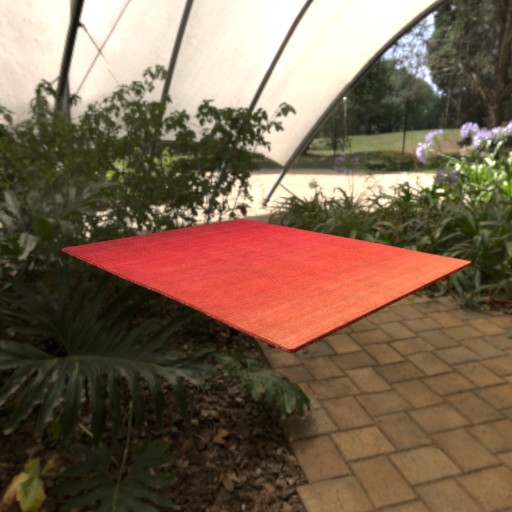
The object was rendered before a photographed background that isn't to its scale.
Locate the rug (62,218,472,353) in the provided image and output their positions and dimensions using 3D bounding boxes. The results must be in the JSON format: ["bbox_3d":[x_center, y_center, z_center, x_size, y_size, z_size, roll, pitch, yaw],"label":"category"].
[{"bbox_3d":[0.000,0.000,3.984,2.340,0.028,2.905,-14,21,-42],"label":"rug"}]
